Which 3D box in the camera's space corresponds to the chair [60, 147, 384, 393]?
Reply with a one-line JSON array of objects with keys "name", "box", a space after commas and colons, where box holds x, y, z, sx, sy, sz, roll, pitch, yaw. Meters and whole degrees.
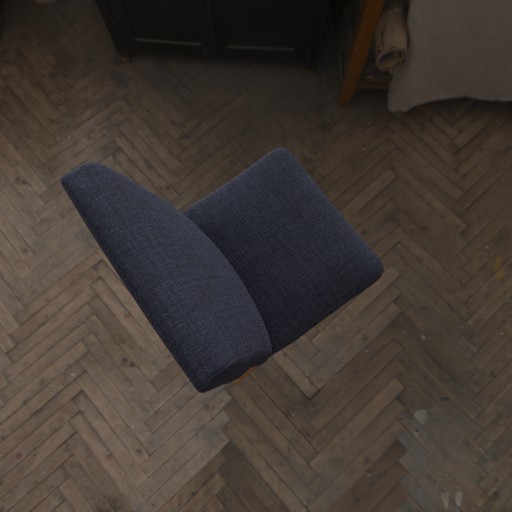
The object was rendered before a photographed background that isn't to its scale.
[{"name": "chair", "box": [0.000, 0.000, 1.241, 0.586, 0.911, 0.507, -35, 77, -9]}]
